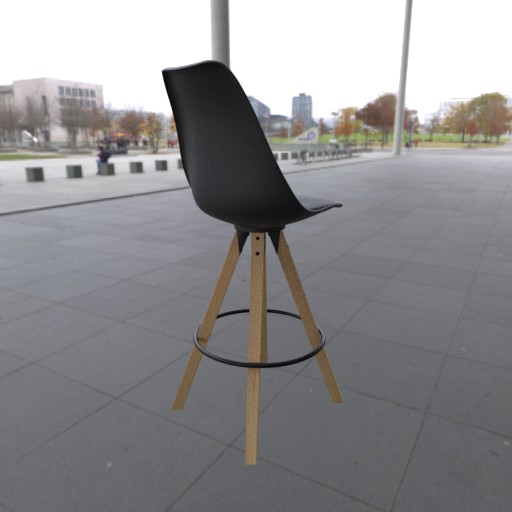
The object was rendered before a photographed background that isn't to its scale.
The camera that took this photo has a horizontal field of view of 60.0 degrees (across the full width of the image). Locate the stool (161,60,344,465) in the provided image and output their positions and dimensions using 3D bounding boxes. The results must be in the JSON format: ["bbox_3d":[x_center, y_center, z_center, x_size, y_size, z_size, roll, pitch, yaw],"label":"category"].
[{"bbox_3d":[0.000,0.000,1.453,0.550,1.115,0.485,-14,20,-43],"label":"stool"}]
